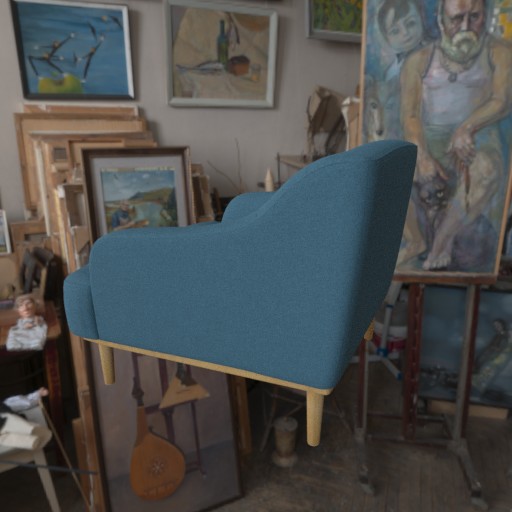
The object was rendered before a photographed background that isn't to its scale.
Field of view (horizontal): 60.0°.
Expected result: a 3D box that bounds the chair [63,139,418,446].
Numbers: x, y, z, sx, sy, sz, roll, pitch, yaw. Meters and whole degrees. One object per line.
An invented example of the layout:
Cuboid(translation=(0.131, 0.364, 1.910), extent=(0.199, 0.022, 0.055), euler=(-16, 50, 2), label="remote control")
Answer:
Cuboid(translation=(0.000, 0.000, 1.593), extent=(0.951, 0.818, 0.946), euler=(8, 18, 25), label="chair")
